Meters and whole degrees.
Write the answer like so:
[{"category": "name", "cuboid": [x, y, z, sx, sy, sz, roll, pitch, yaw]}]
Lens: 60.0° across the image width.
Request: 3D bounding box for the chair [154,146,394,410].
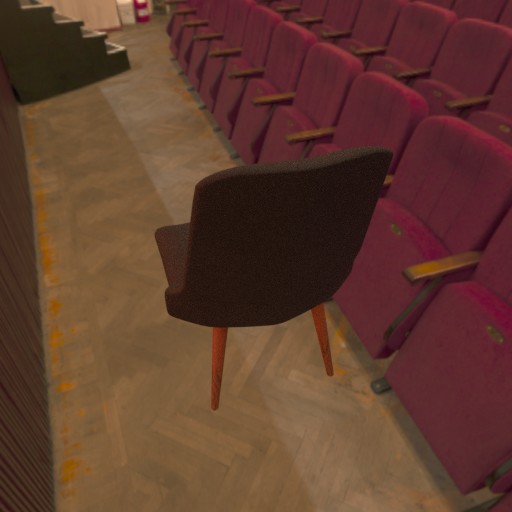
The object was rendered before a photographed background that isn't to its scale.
[{"category": "chair", "cuboid": [0.000, 0.000, 1.162, 0.504, 0.820, 0.567, -12, 42, -14]}]
